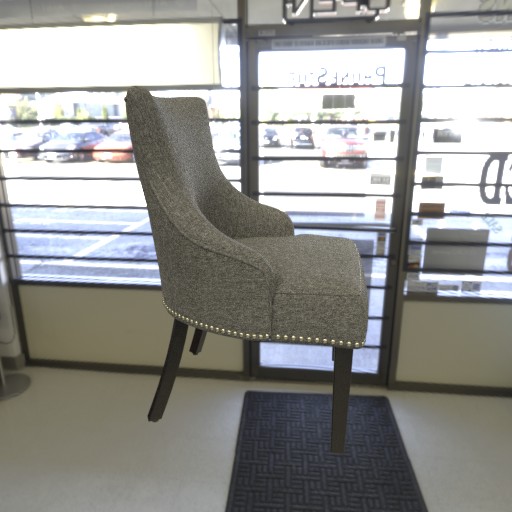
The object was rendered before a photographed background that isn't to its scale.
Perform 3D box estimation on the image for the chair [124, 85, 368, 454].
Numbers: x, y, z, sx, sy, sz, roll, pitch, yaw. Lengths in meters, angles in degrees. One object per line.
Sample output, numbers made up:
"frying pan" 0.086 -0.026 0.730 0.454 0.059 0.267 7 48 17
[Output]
"chair" 0.000 0.000 1.301 0.629 0.909 0.566 3 17 9
